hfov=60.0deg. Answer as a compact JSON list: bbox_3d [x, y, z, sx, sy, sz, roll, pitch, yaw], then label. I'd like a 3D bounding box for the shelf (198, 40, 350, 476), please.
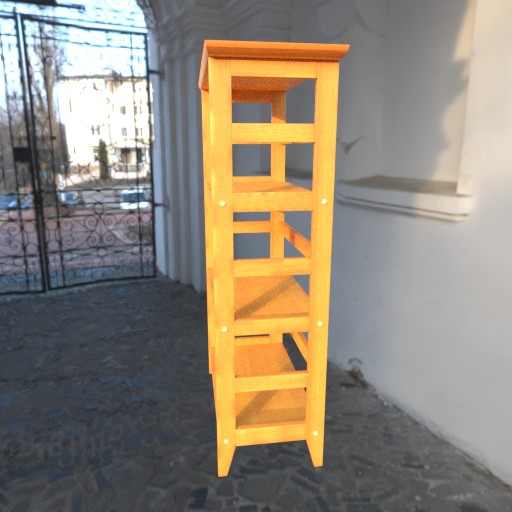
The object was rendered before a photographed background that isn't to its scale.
[{"bbox_3d":[0.000,0.000,1.358,0.305,1.067,0.660,-2,14,-8],"label":"shelf"}]
